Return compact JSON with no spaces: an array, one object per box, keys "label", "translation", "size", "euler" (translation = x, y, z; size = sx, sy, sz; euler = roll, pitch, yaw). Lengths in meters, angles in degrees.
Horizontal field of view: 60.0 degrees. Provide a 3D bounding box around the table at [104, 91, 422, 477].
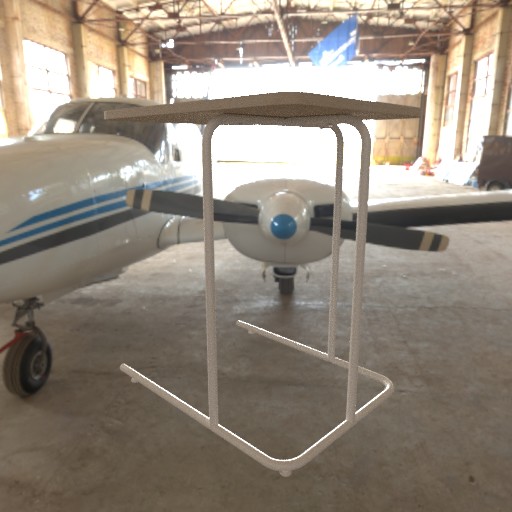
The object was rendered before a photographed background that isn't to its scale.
[{"label":"table","translation":[0.000,0.000,0.877],"size":[0.480,0.550,0.370],"euler":[13,19,43]}]
